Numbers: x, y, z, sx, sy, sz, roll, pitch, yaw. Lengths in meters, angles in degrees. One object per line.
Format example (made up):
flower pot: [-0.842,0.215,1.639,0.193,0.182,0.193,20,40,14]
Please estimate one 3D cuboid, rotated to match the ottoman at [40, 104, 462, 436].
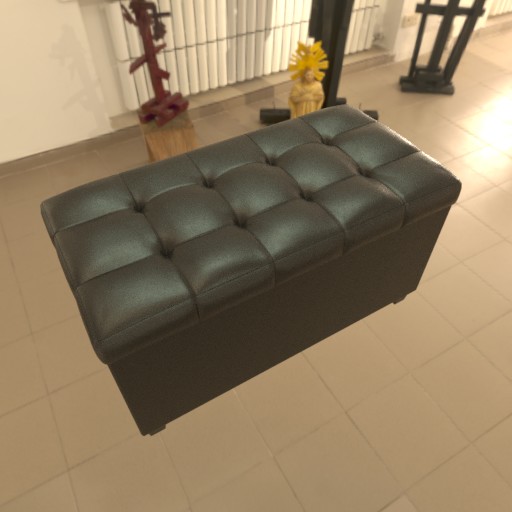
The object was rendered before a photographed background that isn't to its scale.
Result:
ottoman: [0.000,0.000,1.108,0.838,0.470,0.432,-23,51,-20]
